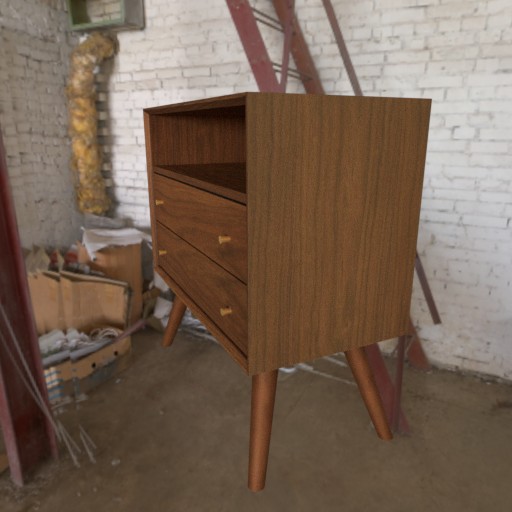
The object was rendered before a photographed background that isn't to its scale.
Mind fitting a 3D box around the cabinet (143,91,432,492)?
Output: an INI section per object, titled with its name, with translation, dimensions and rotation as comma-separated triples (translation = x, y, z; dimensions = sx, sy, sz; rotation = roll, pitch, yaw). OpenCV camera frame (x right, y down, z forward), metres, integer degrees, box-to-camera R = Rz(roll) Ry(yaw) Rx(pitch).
[cabinet]
translation = 0.000, 0.000, 1.157
dimensions = 0.388, 0.748, 0.712
rotation = -8, 18, -25
